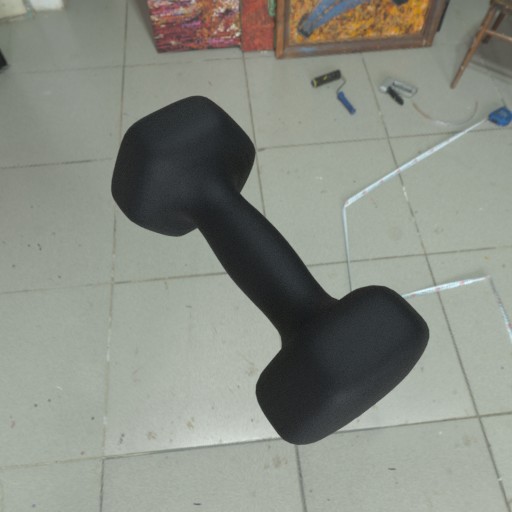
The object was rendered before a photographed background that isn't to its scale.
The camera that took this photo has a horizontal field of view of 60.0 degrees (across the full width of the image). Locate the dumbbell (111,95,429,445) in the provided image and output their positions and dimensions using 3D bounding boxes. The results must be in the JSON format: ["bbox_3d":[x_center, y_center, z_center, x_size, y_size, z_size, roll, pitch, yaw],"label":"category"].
[{"bbox_3d":[0.000,0.000,0.293,0.112,0.101,0.231,-32,66,-16],"label":"dumbbell"}]
